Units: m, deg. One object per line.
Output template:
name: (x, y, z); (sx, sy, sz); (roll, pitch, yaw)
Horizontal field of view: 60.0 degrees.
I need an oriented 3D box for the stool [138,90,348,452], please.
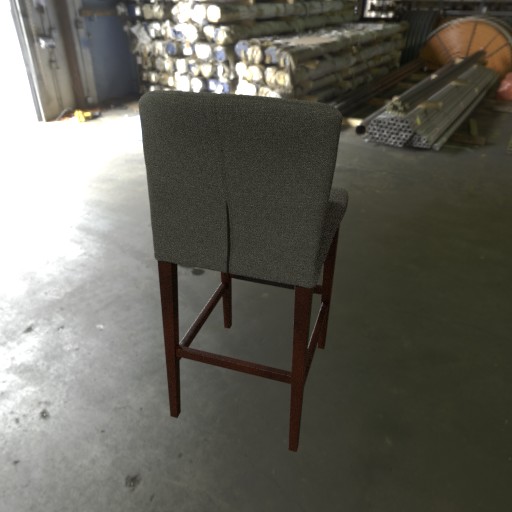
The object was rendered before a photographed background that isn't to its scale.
stool: (0.000, 0.000, 1.382); (0.486, 1.069, 0.568); (10, 33, 15)
